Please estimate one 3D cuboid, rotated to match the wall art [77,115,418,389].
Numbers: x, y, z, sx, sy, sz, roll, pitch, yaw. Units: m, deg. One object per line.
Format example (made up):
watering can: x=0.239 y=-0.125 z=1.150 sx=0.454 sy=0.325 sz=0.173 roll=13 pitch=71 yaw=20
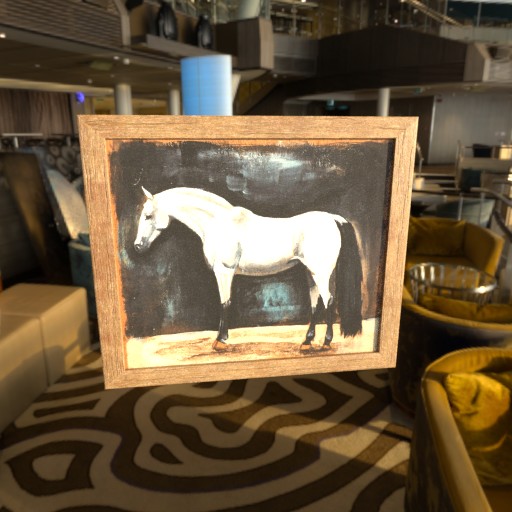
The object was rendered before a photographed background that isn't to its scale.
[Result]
wall art: x=0.000 y=0.000 z=0.976 sx=0.690 sy=0.588 sz=0.026 roll=-2 pitch=15 yaw=-8
